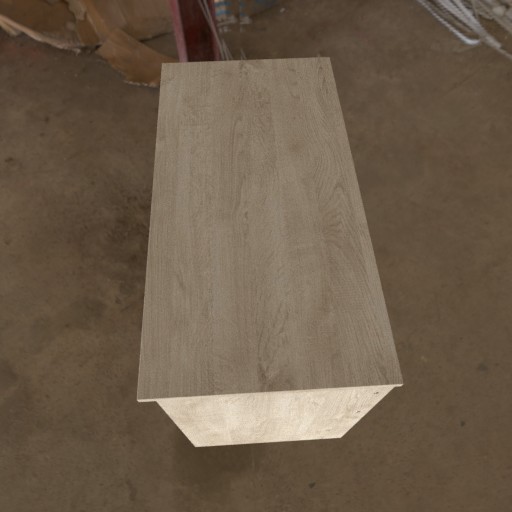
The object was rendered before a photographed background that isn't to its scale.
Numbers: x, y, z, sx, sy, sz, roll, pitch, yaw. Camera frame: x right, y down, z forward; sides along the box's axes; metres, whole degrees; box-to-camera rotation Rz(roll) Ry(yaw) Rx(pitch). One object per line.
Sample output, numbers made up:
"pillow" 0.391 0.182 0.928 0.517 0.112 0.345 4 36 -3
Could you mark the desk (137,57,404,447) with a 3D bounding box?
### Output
"desk" 0.000 0.000 1.519 0.560 0.730 1.096 -3 59 -2
